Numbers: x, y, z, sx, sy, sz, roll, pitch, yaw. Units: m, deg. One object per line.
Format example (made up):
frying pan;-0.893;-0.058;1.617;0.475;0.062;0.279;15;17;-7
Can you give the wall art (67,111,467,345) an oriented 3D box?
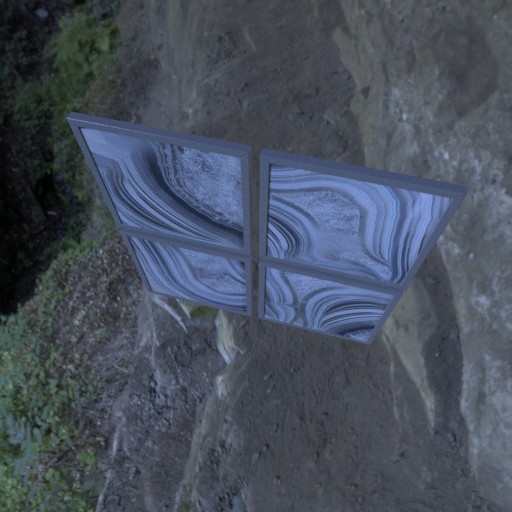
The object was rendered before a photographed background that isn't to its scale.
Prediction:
wall art;0.000;0.000;1.688;1.118;1.118;0.029;12;60;7
